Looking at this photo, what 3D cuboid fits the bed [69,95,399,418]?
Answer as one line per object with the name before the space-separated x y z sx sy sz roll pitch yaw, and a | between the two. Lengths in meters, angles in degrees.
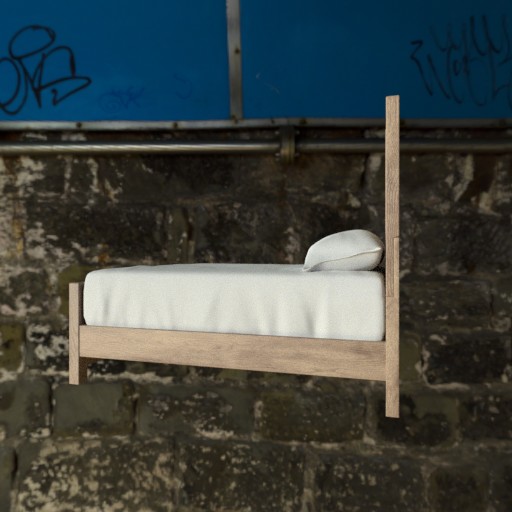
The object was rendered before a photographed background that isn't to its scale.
bed | 0.000 0.000 3.304 2.017 1.631 1.615 0 0 17
